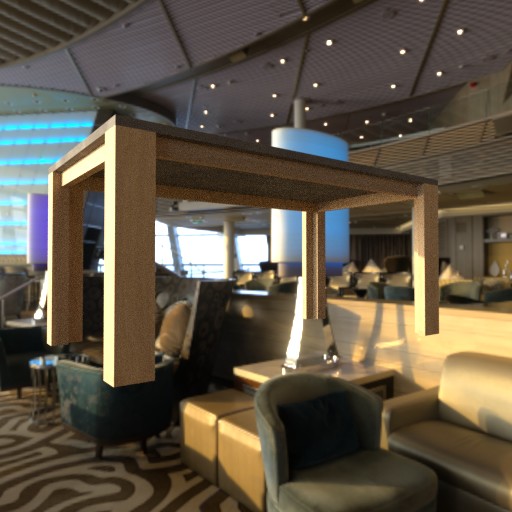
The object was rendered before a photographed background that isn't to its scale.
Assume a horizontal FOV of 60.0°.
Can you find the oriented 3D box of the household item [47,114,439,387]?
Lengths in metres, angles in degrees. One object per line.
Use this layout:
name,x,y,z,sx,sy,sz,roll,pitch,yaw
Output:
household item,0.000,0.000,2.042,1.600,0.755,0.850,1,-1,-36
